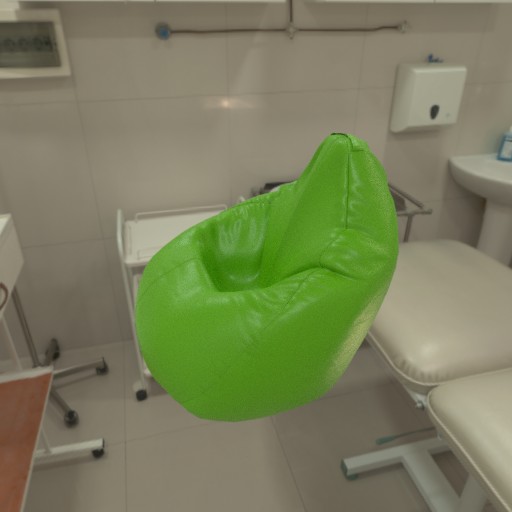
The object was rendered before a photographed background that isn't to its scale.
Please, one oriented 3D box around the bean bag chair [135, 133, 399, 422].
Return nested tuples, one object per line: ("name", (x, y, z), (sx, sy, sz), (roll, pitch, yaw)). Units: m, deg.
("bean bag chair", (0.000, 0.000, 1.898), (1.070, 0.990, 1.070), (-8, 30, -13))
